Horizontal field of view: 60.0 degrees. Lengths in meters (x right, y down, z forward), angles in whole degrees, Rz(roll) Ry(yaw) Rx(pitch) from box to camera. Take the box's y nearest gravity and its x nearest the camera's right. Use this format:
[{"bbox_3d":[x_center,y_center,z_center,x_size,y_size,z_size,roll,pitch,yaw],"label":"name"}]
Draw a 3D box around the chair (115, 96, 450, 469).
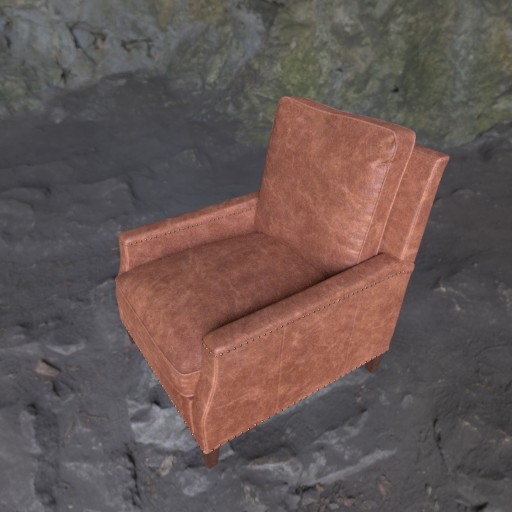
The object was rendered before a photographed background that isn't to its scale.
[{"bbox_3d":[0.000,0.000,1.798,1.035,1.054,0.854,-20,37,-28],"label":"chair"}]
